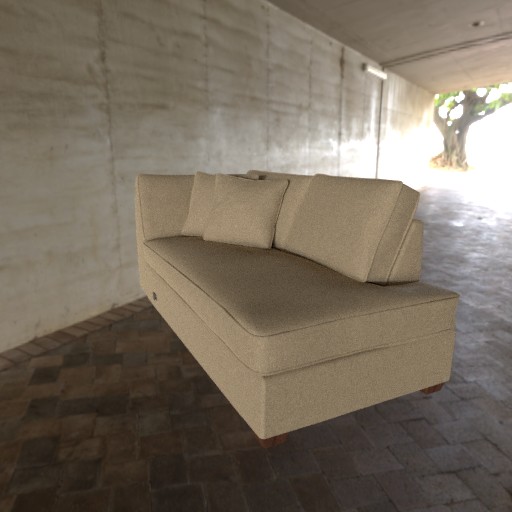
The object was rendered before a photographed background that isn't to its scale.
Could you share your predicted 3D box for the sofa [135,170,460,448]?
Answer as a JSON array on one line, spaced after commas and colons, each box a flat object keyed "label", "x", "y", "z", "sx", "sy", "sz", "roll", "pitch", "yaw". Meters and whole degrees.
[{"label": "sofa", "x": 0.000, "y": 0.000, "z": 2.809, "sx": 1.110, "sy": 1.033, "sz": 2.237, "roll": -7, "pitch": 16, "yaw": -26}]
